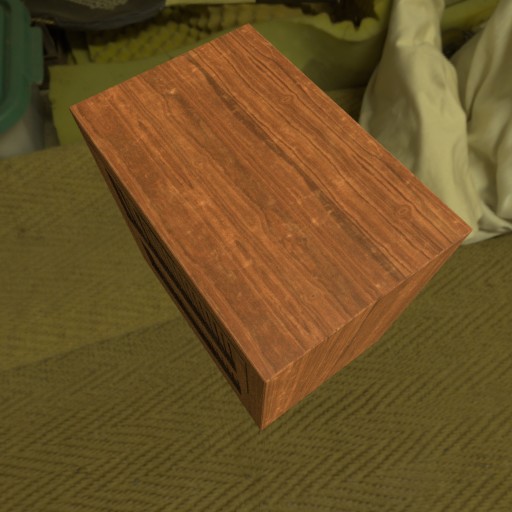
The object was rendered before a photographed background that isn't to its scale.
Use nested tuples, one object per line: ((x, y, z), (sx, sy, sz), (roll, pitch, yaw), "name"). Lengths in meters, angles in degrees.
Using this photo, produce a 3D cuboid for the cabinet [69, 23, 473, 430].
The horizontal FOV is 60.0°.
((0.000, 0.000, 1.059), (0.410, 0.695, 0.607), (-33, 68, -15), "cabinet")
